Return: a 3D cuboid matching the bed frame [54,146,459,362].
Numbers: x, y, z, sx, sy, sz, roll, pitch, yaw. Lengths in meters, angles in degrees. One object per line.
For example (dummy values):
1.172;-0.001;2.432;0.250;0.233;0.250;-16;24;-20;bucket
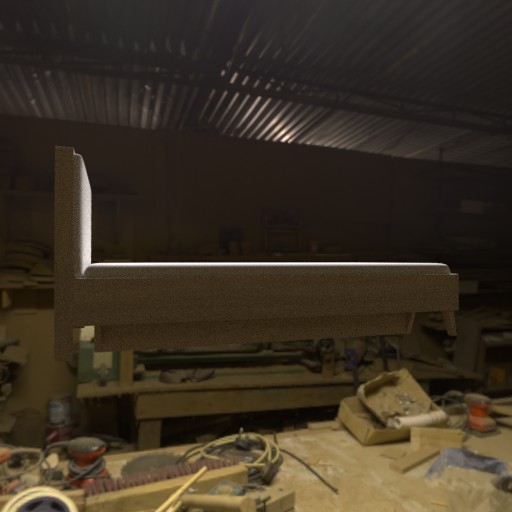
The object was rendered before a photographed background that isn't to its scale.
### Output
0.000;0.000;2.699;2.140;0.920;0.990;0;-1;-18;bed frame
